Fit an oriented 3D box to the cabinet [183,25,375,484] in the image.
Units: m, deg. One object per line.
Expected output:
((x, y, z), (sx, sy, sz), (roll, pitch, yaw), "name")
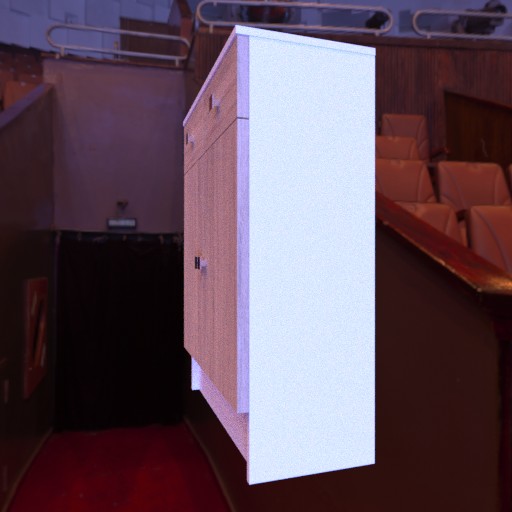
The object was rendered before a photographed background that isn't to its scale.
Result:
((0.000, 0.000, 1.108), (0.296, 0.815, 0.600), (0, 0, -18), "cabinet")
